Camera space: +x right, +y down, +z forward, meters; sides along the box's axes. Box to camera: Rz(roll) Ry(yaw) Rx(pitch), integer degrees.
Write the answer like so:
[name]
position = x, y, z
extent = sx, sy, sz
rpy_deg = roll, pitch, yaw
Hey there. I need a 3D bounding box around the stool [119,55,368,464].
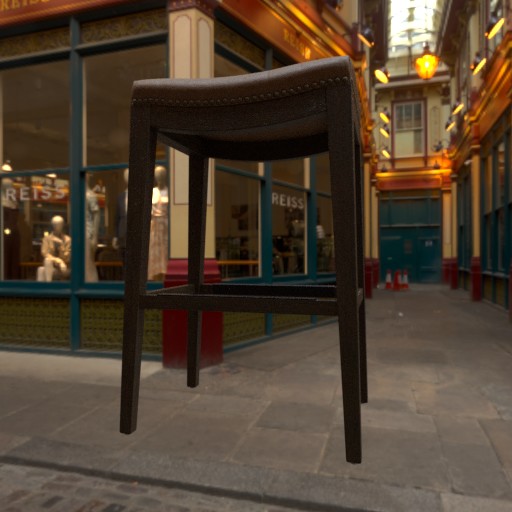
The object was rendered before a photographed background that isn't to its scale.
[stool]
position = 0.000, 0.000, 1.041
extent = 0.500, 0.759, 0.361
rpy_deg = 0, 1, 16
